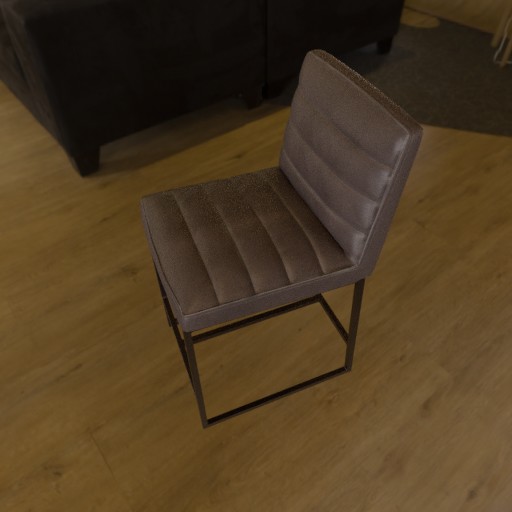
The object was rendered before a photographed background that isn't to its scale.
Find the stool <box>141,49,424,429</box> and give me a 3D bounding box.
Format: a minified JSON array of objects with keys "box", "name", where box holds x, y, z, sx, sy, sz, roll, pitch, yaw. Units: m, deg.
[{"box":[0.000,0.000,1.270,0.562,0.946,0.463,-17,48,-15],"name":"stool"}]
